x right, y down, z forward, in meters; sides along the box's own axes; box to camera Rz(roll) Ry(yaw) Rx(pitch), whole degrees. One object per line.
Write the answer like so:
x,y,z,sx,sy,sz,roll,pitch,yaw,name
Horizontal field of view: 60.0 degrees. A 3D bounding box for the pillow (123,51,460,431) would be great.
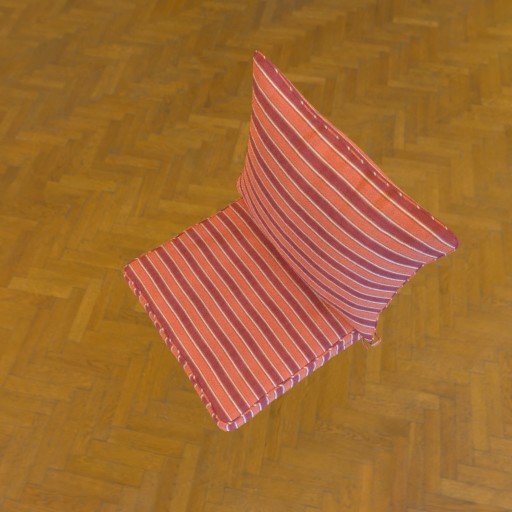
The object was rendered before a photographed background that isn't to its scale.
0.000,0.000,1.369,0.733,0.723,0.799,-32,67,-16,pillow
